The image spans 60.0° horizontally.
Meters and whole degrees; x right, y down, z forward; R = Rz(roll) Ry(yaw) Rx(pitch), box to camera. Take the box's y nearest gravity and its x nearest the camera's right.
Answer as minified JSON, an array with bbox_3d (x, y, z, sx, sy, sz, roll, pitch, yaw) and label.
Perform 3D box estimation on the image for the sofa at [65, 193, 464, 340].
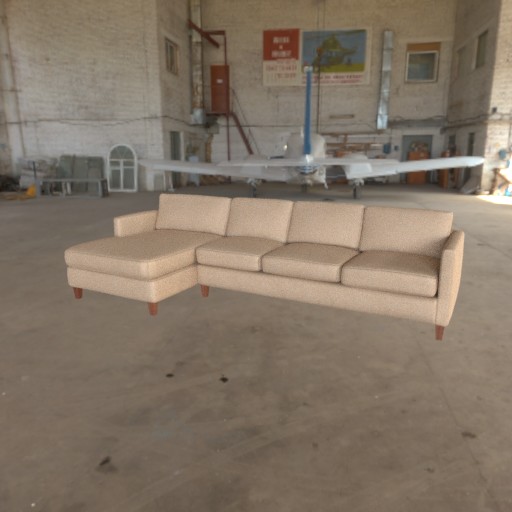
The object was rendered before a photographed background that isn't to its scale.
[{"bbox_3d":[0.000,0.000,3.869,3.201,0.876,1.502,7,15,27],"label":"sofa"}]
